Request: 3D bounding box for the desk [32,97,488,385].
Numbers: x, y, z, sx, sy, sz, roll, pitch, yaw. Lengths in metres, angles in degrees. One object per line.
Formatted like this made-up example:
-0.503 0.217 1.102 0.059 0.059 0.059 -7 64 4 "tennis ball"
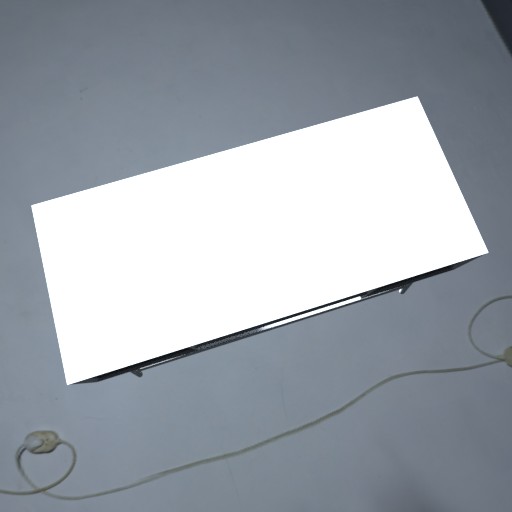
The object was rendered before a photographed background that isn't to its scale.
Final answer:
0.000 0.000 1.753 1.313 0.762 0.589 -17 76 -4 "desk"
